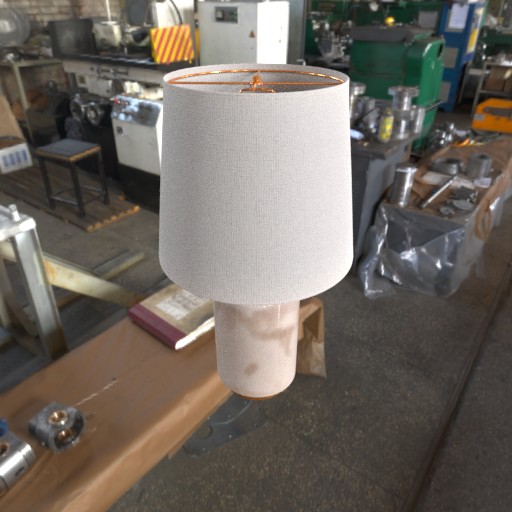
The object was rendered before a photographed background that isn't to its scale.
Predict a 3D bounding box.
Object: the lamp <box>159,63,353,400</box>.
[{"bbox_3d":[0.000,0.000,0.446,0.189,0.340,0.189,0,31,0],"label":"lamp"}]
